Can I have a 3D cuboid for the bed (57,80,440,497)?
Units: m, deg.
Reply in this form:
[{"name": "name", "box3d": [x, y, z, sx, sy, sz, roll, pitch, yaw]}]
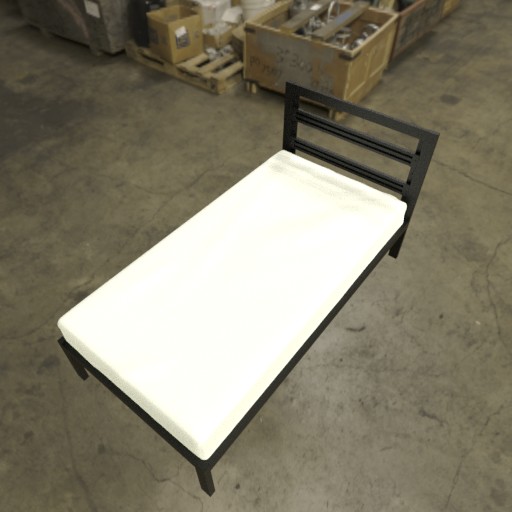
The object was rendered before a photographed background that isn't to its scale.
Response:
[{"name": "bed", "box3d": [0.000, 0.000, 2.409, 0.991, 0.967, 1.930, 30, 54, 25]}]
